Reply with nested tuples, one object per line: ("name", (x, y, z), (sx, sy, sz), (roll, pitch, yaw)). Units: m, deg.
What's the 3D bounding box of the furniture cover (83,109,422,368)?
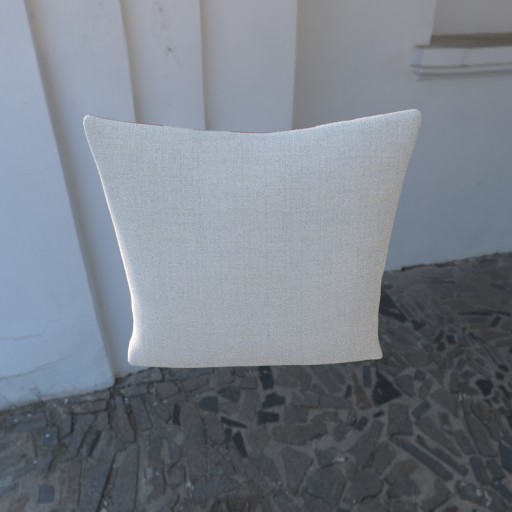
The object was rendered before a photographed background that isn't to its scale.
("furniture cover", (0.000, 0.000, 0.658), (0.435, 0.420, 0.145), (-1, 30, -1))
